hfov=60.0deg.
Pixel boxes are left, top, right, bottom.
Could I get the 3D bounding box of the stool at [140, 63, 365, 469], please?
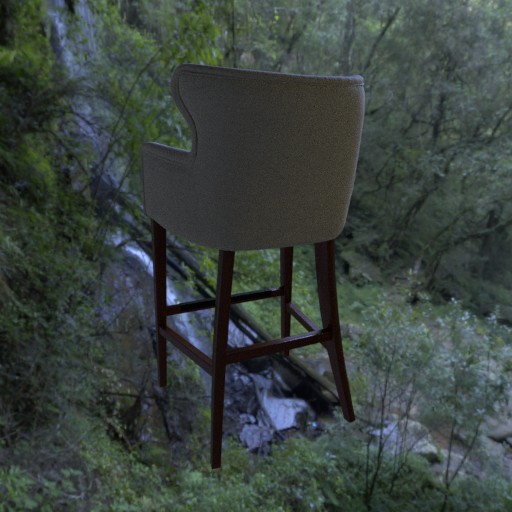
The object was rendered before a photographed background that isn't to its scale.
[{"bbox_3d":[0.000,0.000,1.360,0.556,1.034,0.563,-7,17,-25],"label":"stool"}]
